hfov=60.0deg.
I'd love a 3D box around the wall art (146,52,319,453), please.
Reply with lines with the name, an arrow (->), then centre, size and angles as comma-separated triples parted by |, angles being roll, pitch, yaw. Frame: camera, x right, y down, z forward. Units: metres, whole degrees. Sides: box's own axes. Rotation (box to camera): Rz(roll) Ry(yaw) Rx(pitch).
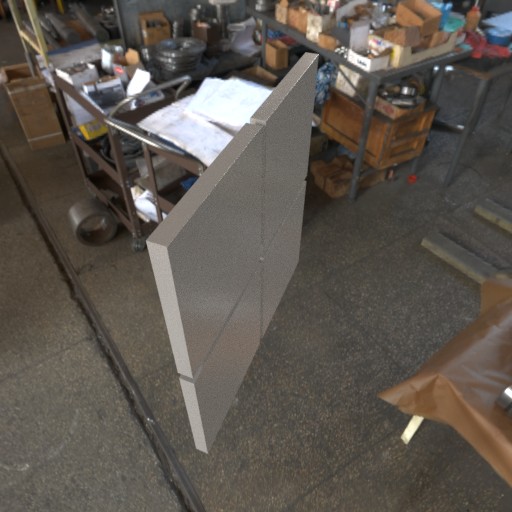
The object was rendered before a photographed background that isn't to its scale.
wall art -> 0.000, 0.000, 0.928 | 0.029, 0.611, 0.611 | 16, 47, 15
